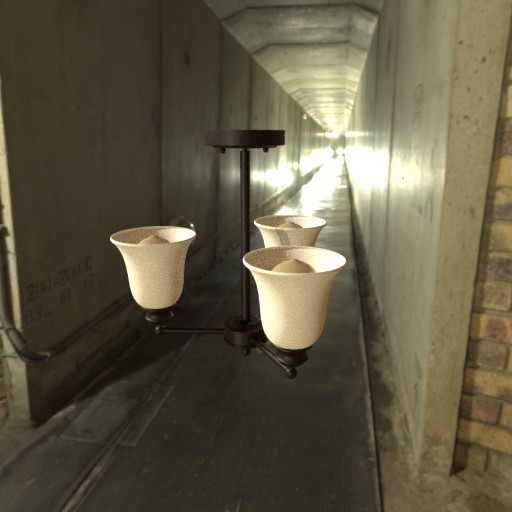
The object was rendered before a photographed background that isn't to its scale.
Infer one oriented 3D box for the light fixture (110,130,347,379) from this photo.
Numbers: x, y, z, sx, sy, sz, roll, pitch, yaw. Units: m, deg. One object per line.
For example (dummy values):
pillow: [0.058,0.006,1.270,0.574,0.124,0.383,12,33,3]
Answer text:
light fixture: [0.000,0.000,0.676,0.388,0.370,0.354,-8,17,-26]
